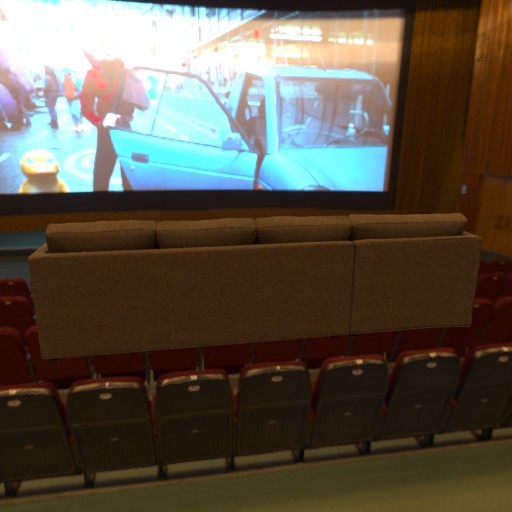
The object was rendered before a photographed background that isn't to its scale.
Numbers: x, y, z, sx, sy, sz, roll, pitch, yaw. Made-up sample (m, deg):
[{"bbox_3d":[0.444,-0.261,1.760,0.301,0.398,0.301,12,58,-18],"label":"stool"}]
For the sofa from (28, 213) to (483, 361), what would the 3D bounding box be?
[{"bbox_3d":[0.000,0.000,3.868,3.205,0.922,1.650,-3,15,-10],"label":"sofa"}]
